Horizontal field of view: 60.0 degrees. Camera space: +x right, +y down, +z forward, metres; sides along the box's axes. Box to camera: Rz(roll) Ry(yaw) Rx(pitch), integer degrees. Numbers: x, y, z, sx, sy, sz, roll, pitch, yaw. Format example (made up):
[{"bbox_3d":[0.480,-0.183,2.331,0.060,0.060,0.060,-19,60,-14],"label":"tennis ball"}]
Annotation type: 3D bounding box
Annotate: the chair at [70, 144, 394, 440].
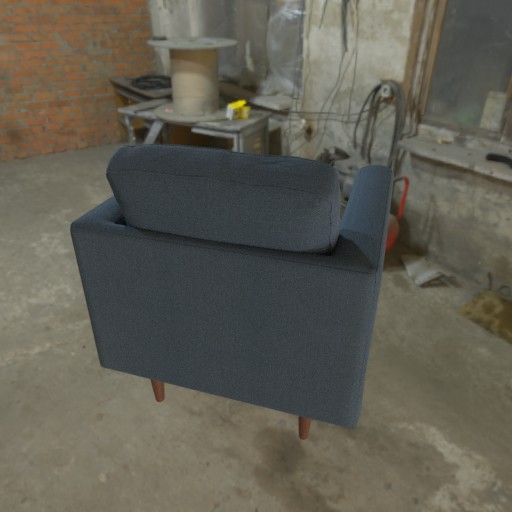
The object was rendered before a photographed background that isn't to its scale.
[{"bbox_3d":[0.000,0.000,1.555,0.855,0.922,0.820,9,32,15],"label":"chair"}]
